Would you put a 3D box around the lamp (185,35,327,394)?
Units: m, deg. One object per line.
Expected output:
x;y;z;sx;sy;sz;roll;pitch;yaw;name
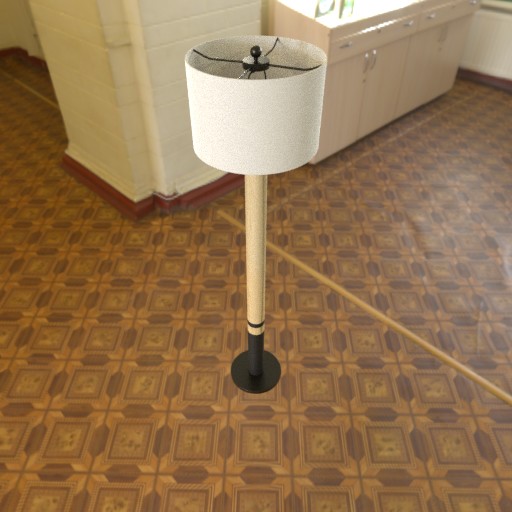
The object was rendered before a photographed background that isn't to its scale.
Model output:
0.000;0.000;1.660;0.381;1.478;0.381;0;41;0;lamp
